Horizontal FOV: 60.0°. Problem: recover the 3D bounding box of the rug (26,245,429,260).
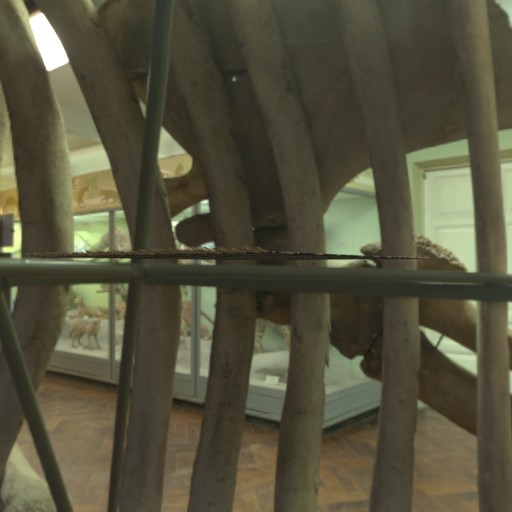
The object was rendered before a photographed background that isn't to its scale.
[{"bbox_3d":[0.000,0.000,4.329,2.418,0.047,3.307,-1,-1,36],"label":"rug"}]
